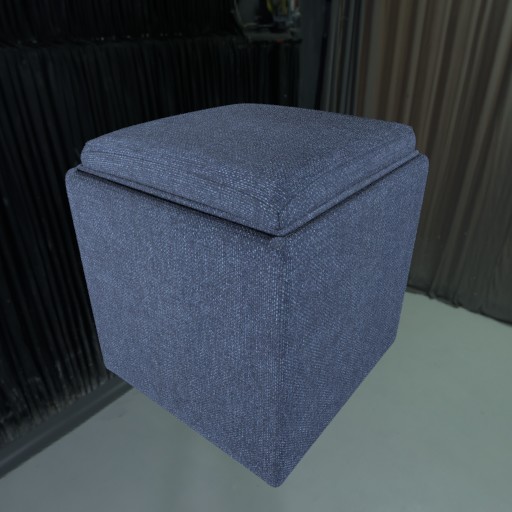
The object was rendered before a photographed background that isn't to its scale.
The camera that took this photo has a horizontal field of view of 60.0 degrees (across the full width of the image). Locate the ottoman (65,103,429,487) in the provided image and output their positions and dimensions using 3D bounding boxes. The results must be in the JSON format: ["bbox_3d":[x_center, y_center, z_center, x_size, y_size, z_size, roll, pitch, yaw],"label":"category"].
[{"bbox_3d":[0.000,0.000,0.825,0.436,0.493,0.454,21,35,33],"label":"ottoman"}]
